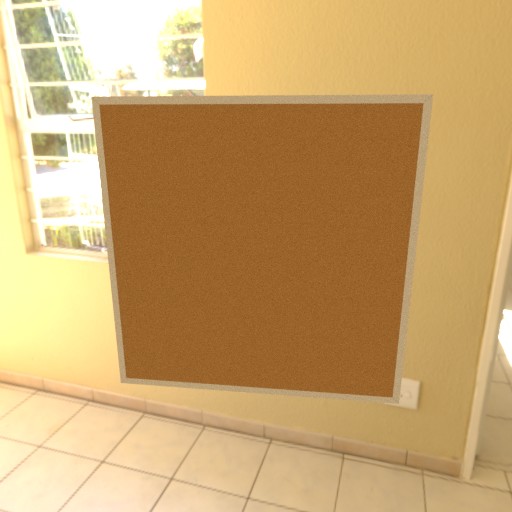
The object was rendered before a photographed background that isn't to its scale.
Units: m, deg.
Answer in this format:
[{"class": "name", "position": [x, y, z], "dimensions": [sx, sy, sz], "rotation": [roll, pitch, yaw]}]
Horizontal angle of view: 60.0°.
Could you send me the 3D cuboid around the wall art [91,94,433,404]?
[{"class": "wall art", "position": [0.000, 0.000, 0.448], "dimensions": [0.304, 0.304, 0.024], "rotation": [2, 17, 7]}]
